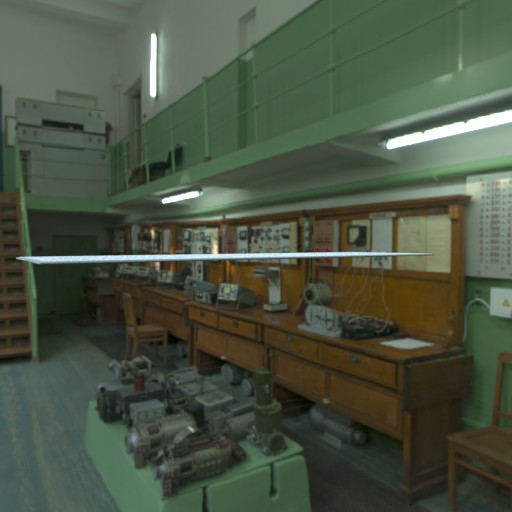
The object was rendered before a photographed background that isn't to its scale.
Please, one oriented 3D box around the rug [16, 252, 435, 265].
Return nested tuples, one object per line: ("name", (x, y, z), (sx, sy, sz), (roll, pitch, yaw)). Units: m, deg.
("rug", (0.000, 0.000, 2.364), (2.196, 0.011, 0.662), (-1, 2, -34))
